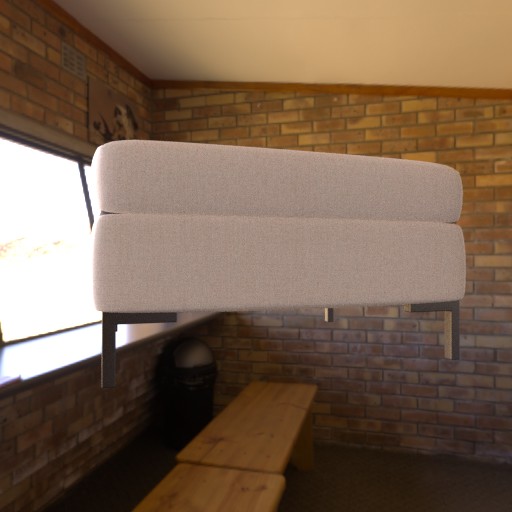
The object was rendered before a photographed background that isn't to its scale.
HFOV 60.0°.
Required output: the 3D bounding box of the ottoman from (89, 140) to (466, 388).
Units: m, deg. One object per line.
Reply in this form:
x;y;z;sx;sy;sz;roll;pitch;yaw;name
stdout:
0.000;0.000;1.158;0.794;0.453;0.657;0;0;-17;ottoman
